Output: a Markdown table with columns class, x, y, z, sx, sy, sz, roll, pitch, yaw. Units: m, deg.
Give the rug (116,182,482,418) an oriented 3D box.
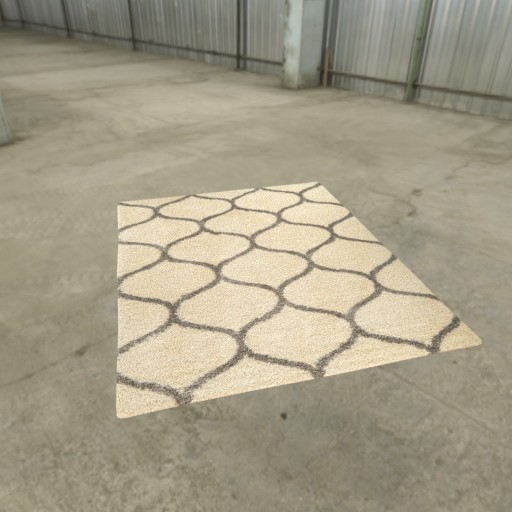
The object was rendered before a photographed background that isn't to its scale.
| class | x | y | z | sx | sy | sz | roll | pitch | yaw |
| --- | --- | --- | --- | --- | --- | --- | --- | --- | --- |
| rug | 0.000 | 0.000 | 3.967 | 2.399 | 0.026 | 3.000 | -8 | 32 | -13 |
